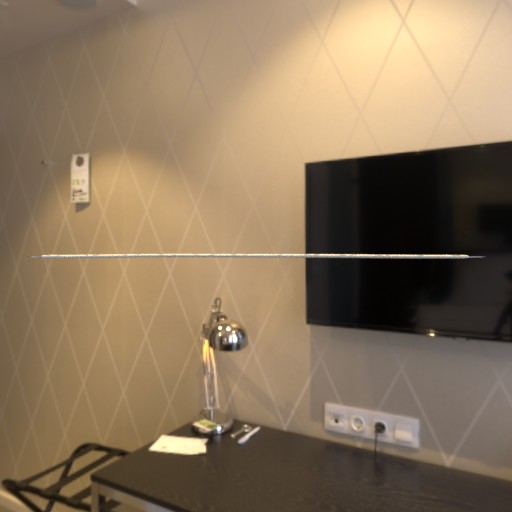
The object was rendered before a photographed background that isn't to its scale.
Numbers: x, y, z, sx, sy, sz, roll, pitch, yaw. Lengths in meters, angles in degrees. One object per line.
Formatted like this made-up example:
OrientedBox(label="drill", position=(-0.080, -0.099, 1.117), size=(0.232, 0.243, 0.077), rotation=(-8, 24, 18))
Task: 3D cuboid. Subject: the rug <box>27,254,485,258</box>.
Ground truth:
OrientedBox(label="rug", position=(0.000, 0.000, 4.874), size=(3.585, 0.036, 2.892), rotation=(0, 0, 0))
